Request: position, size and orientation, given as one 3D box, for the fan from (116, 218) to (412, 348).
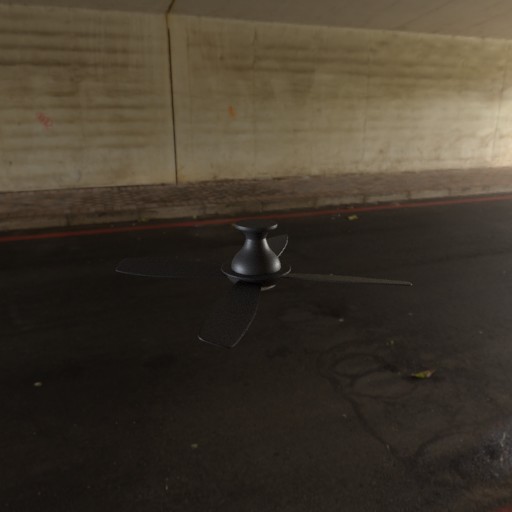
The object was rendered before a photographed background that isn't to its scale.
[{"bbox_3d":[0.000,0.000,2.504,1.694,0.382,1.694,3,18,11],"label":"fan"}]
